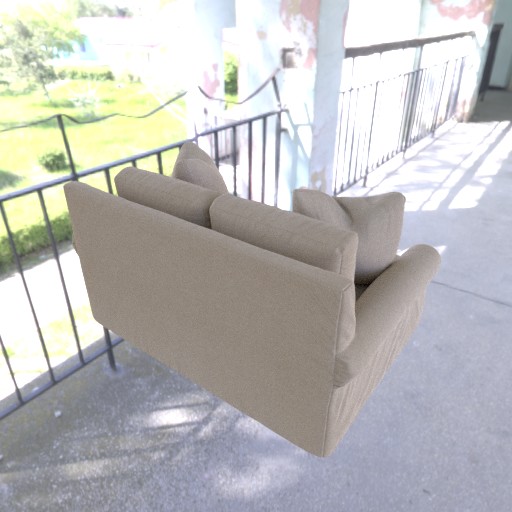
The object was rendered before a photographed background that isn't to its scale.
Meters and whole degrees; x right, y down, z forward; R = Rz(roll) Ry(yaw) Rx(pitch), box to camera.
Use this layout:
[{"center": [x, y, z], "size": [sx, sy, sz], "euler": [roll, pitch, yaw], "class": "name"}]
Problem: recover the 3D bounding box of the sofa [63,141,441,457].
[{"center": [0.000, 0.000, 2.180], "size": [1.550, 0.905, 1.070], "euler": [21, 36, 31], "class": "sofa"}]
